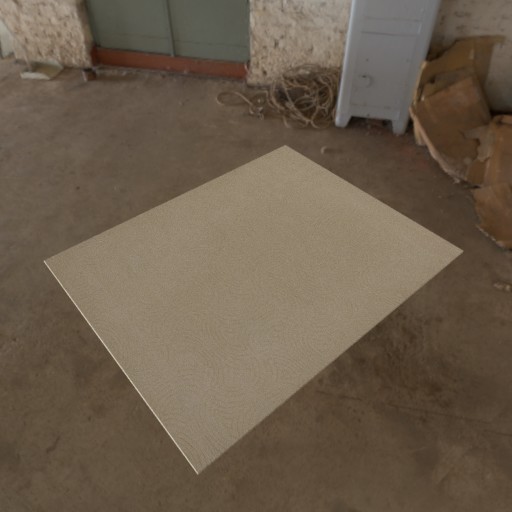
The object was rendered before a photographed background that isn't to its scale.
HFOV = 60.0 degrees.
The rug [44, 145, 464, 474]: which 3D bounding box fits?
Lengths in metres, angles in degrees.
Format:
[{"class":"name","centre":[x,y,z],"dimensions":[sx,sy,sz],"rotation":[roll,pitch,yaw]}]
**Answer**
[{"class":"rug","centre":[0.000,0.000,3.490],"dimensions":[2.584,0.011,2.073],"rotation":[-31,53,-27]}]
